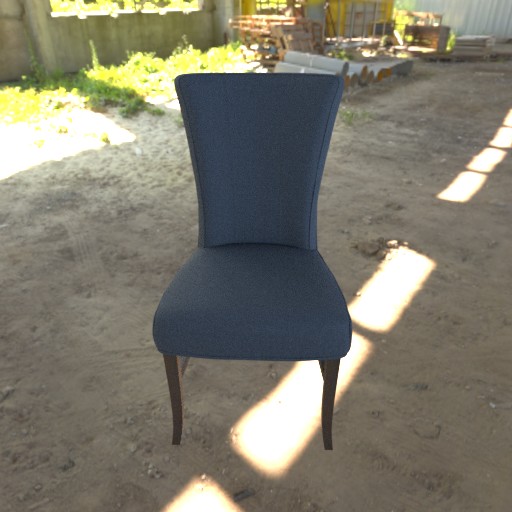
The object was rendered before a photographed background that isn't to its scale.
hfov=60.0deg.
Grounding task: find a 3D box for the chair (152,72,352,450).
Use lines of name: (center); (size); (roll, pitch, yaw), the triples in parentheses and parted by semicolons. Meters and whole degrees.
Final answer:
chair: (0.000, 0.000, 1.369); (0.520, 0.991, 0.660); (1, 30, 2)
